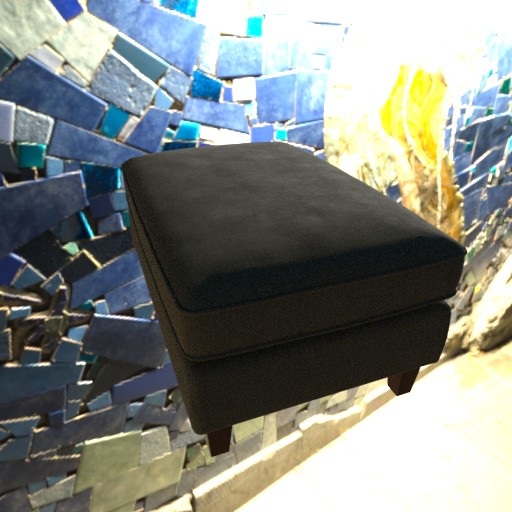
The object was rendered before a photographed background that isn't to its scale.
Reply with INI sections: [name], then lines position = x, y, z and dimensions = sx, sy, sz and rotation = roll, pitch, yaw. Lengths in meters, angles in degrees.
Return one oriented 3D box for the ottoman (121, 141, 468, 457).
[ottoman]
position = 0.000, 0.000, 1.286
dimensions = 0.636, 0.480, 0.941
rotation = -11, 30, -18
